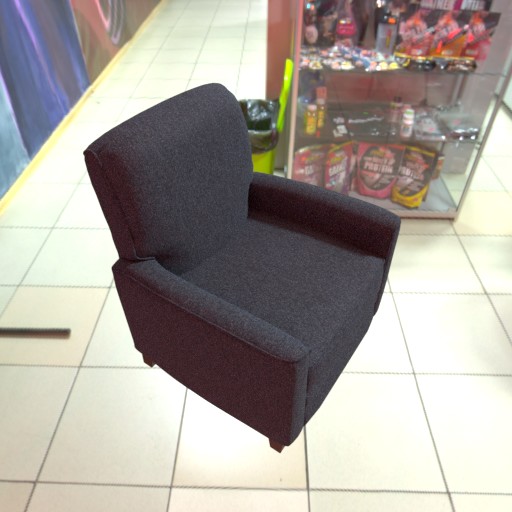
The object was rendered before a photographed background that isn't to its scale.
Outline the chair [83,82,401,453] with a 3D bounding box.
[{"bbox_3d":[0.000,0.000,1.658,0.850,1.016,0.839,24,47,25],"label":"chair"}]
